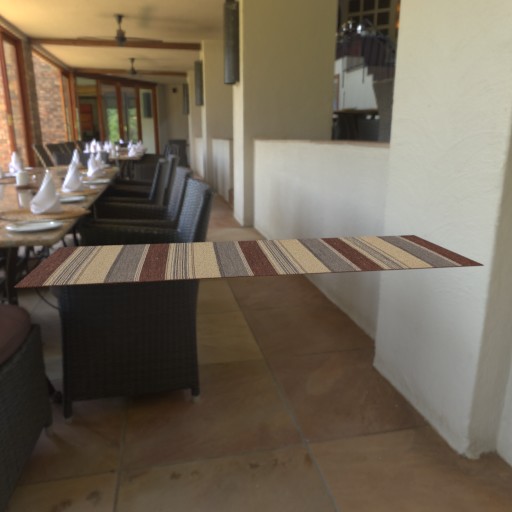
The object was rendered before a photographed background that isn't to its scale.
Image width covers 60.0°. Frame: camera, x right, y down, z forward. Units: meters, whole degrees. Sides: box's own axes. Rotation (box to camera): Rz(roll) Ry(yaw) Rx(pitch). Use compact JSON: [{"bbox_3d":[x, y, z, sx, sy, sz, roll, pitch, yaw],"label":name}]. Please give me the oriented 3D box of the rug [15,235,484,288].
[{"bbox_3d":[0.000,0.000,2.655,2.437,0.006,0.792,-2,15,-8],"label":"rug"}]
